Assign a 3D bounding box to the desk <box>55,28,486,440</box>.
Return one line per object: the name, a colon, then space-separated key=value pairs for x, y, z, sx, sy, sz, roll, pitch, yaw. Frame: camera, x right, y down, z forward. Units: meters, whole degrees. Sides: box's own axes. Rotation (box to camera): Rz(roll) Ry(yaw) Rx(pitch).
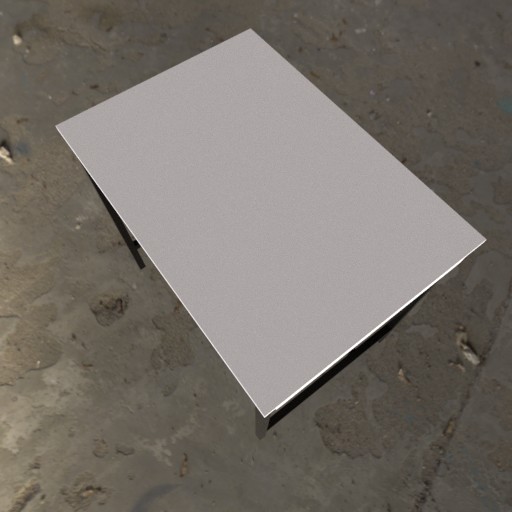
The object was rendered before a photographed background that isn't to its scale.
desk: x=0.000 y=0.000 z=1.319 sx=0.573 sy=0.766 sz=0.811 roll=-34 pitch=68 yaw=-16
